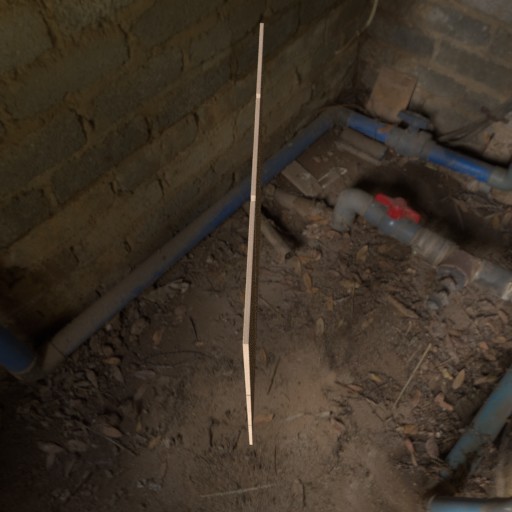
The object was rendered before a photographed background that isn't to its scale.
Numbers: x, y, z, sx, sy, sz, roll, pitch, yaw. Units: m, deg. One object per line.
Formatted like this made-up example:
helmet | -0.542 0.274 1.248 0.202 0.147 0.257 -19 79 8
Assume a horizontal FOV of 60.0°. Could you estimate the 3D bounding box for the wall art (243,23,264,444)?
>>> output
wall art | 0.000 0.000 1.787 0.013 1.218 1.219 2 58 1
